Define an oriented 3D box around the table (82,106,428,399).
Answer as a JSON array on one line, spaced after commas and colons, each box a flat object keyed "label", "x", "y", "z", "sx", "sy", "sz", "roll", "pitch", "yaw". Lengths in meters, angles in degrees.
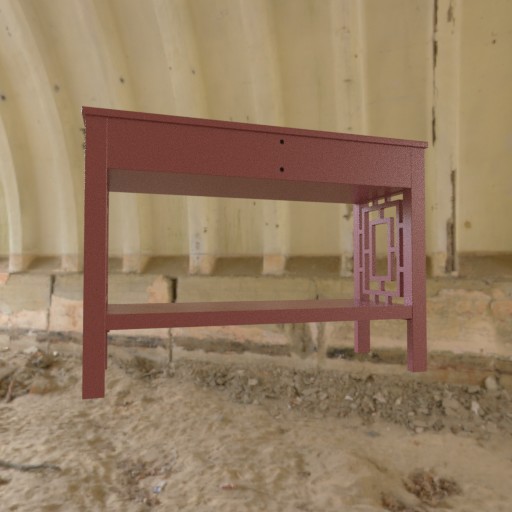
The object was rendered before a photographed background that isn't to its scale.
[{"label": "table", "x": 0.000, "y": 0.000, "z": 1.481, "sx": 1.068, "sy": 0.753, "sz": 0.397, "roll": 1, "pitch": -2, "yaw": -17}]
